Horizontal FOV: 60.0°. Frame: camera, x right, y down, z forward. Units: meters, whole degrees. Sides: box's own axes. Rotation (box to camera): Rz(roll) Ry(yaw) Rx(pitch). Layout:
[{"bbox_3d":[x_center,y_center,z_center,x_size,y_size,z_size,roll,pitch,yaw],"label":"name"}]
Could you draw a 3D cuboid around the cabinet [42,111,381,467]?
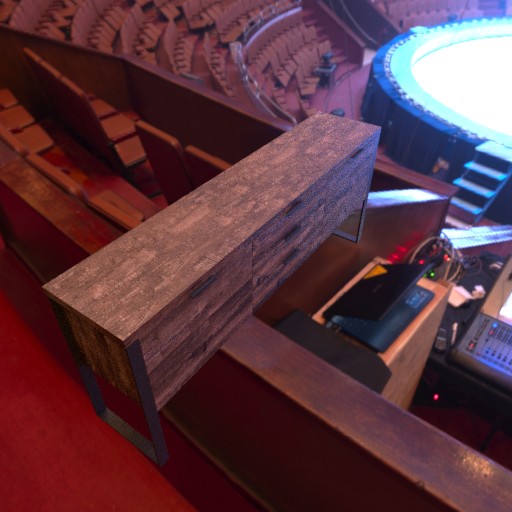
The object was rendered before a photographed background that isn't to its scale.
[{"bbox_3d":[0.000,0.000,2.133,0.395,0.762,1.800,24,45,27],"label":"cabinet"}]
